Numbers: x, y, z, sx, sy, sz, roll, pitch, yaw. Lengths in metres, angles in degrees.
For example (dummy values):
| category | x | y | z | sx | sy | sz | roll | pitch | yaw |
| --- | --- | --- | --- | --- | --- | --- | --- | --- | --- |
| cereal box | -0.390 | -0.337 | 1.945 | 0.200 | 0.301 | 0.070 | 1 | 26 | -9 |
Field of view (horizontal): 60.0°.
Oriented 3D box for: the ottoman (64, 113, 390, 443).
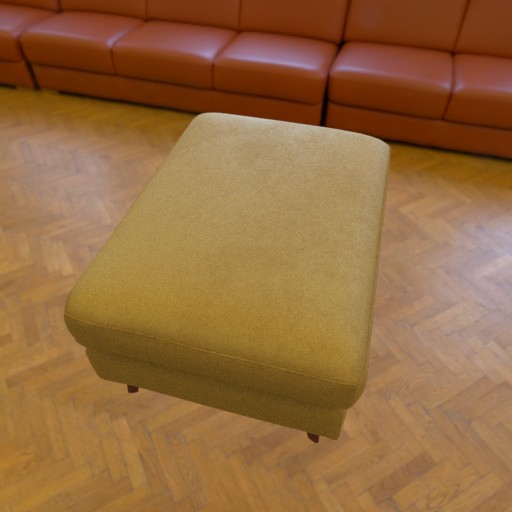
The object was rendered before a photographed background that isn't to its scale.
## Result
| category | x | y | z | sx | sy | sz | roll | pitch | yaw |
| --- | --- | --- | --- | --- | --- | --- | --- | --- | --- |
| ottoman | 0.000 | 0.000 | 1.172 | 0.608 | 0.449 | 0.811 | 11 | 48 | 10 |
